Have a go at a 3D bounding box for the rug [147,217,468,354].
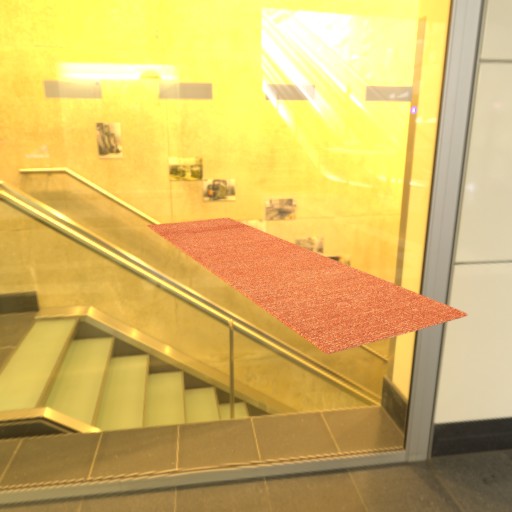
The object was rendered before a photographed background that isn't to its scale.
[{"bbox_3d":[0.000,0.000,2.570,0.687,0.012,2.307,-8,18,-27],"label":"rug"}]
